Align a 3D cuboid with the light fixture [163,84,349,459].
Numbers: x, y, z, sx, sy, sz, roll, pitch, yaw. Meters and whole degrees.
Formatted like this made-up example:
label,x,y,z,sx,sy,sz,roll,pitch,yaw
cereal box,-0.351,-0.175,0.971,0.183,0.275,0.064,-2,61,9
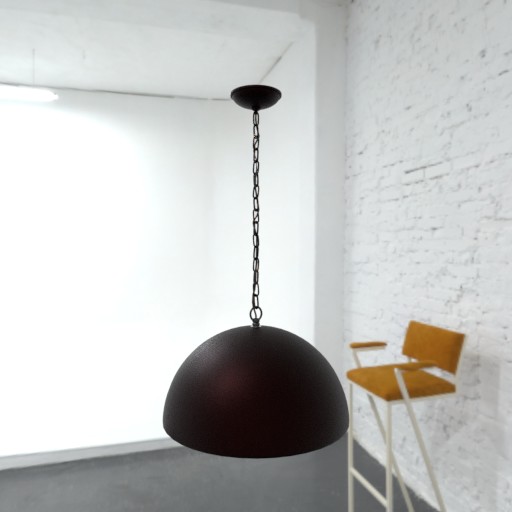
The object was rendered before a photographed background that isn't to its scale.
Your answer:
label,x,y,z,sx,sy,sz,roll,pitch,yaw
light fixture,0.000,0.000,1.193,0.492,0.869,0.492,0,0,-36
